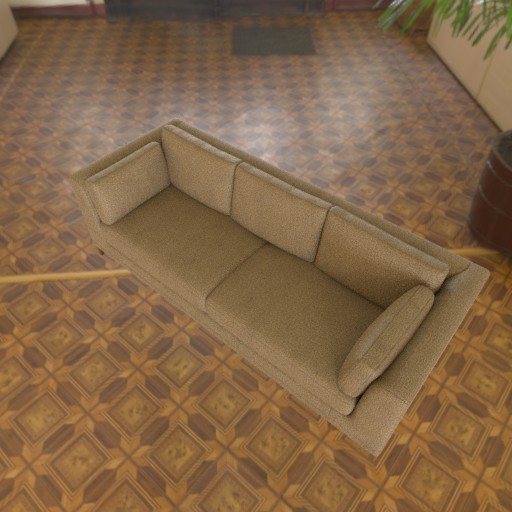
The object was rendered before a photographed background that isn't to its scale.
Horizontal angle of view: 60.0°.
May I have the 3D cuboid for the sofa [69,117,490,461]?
[{"bbox_3d":[0.000,0.000,2.827,2.415,0.867,0.969,32,55,26],"label":"sofa"}]
